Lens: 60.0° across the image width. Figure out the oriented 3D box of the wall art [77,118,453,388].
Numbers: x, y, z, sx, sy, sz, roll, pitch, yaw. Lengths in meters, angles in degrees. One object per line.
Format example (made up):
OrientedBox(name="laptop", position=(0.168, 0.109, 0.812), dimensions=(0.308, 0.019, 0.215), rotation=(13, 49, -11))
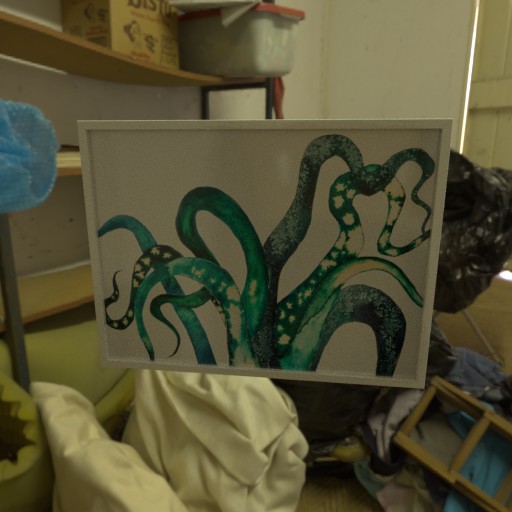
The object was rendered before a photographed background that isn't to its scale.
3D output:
OrientedBox(name="wall art", position=(0.000, 0.000, 1.343), dimensions=(1.041, 0.787, 0.053), rotation=(2, 15, 7))
